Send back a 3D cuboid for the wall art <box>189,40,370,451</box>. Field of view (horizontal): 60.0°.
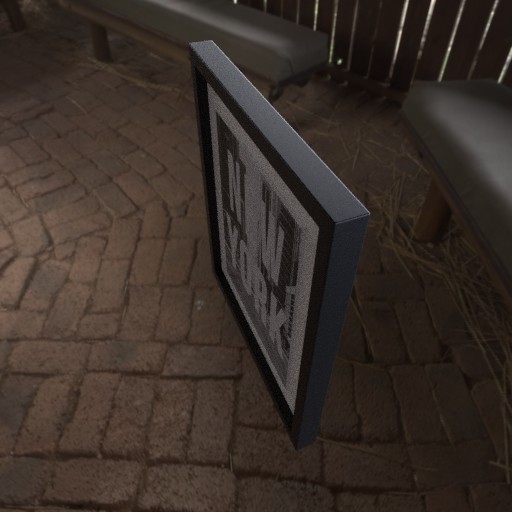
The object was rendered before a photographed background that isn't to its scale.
[{"bbox_3d":[0.000,0.000,0.529,0.028,0.381,0.328,-17,48,-16],"label":"wall art"}]
